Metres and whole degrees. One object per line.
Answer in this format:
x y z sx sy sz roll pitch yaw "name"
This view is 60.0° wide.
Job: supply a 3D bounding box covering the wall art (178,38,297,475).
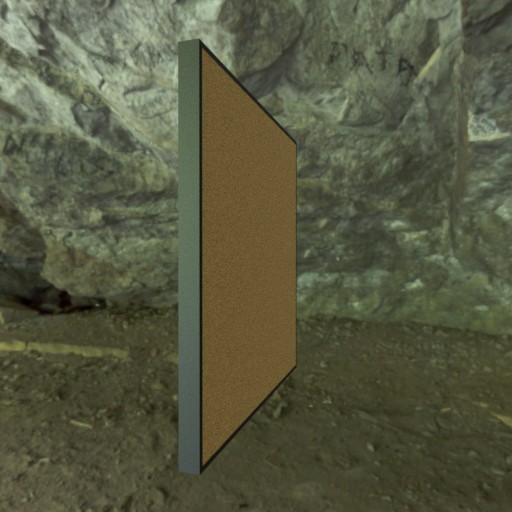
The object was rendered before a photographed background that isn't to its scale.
0.000 0.000 0.766 0.028 0.511 0.513 0 1 18 "wall art"
